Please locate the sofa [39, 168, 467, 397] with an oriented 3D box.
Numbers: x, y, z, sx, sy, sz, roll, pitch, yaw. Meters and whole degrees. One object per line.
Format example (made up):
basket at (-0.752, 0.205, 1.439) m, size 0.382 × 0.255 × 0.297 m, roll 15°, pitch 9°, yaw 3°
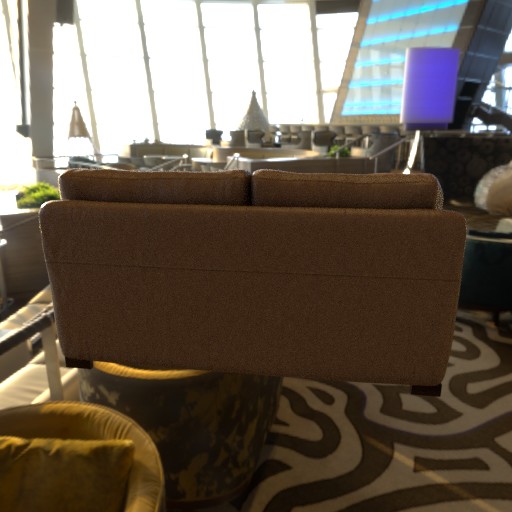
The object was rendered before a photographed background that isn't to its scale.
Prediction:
sofa at (0.000, 0.000, 2.386) m, size 1.855 × 0.980 × 0.962 m, roll 2°, pitch 17°, yaw 8°
